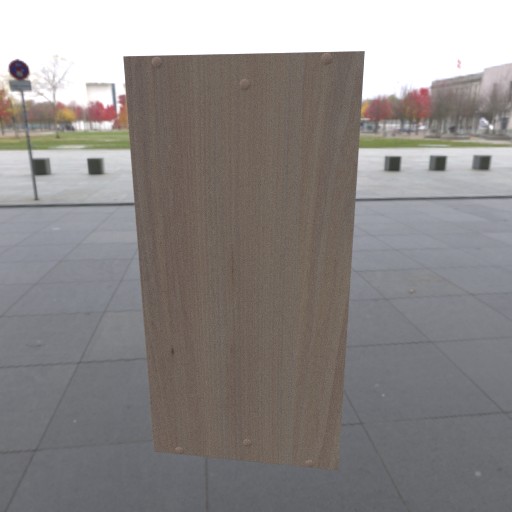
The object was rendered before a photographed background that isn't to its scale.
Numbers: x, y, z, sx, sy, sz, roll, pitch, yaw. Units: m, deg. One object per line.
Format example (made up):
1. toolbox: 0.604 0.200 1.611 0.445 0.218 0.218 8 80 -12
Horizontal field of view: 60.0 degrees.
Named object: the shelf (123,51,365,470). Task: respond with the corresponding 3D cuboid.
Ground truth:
1. shelf: 0.000 0.000 0.756 0.297 0.594 0.290 2 17 8
